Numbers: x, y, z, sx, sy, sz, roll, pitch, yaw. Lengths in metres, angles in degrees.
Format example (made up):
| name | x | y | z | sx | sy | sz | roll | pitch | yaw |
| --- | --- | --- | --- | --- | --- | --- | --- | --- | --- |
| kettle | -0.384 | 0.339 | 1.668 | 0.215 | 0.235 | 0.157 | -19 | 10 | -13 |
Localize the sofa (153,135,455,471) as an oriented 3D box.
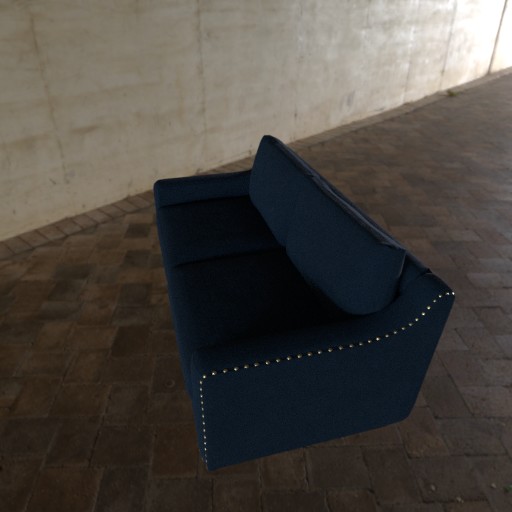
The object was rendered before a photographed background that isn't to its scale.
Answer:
| name | x | y | z | sx | sy | sz | roll | pitch | yaw |
| --- | --- | --- | --- | --- | --- | --- | --- | --- | --- |
| sofa | 0.000 | 0.000 | 2.698 | 1.104 | 0.983 | 2.107 | -8 | 31 | -13 |
